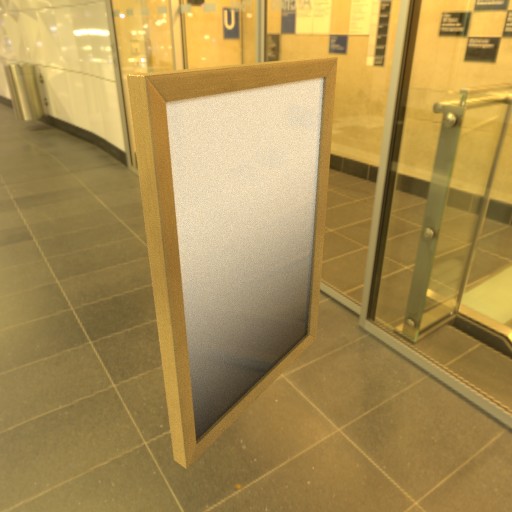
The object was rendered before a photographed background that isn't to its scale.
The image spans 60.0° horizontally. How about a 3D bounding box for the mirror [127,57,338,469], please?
[{"bbox_3d":[0.000,0.000,0.891,0.040,0.710,0.507,19,32,32],"label":"mirror"}]
